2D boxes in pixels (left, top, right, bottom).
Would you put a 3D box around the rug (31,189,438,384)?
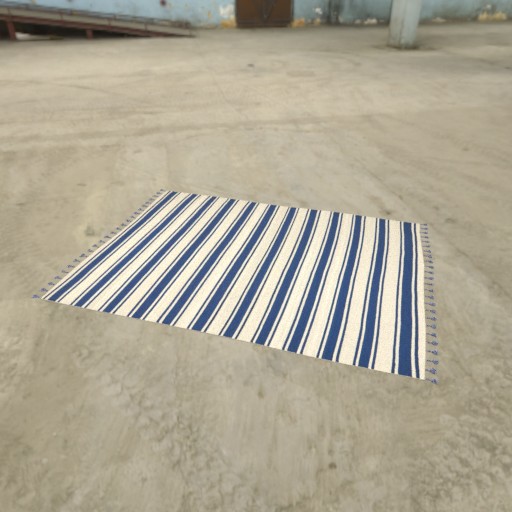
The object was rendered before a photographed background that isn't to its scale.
[{"bbox_3d":[0.000,0.000,4.470,3.416,0.016,2.471,9,33,14],"label":"rug"}]
